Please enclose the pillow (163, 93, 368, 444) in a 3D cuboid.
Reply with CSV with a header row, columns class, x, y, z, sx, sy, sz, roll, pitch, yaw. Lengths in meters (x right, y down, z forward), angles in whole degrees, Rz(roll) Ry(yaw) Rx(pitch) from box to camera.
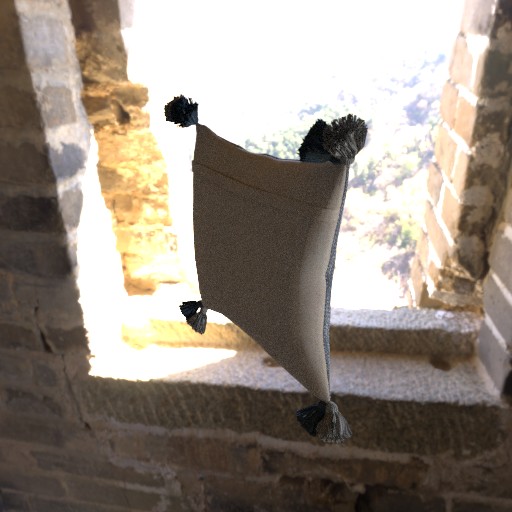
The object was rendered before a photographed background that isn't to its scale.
class,x,y,z,sx,sy,sz,roll,pitch,yaw
pillow,0.000,0.000,0.938,0.138,0.634,0.614,-17,30,-32
